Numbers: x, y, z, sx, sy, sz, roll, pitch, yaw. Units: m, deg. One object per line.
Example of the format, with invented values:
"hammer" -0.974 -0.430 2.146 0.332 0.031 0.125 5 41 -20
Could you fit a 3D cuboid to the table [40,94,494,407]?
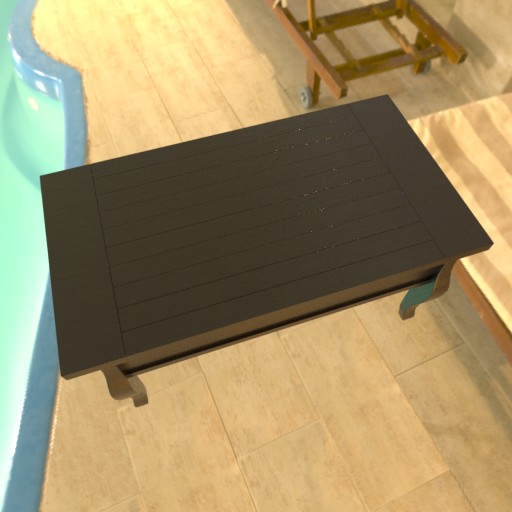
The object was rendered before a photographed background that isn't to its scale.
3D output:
"table" 0.000 0.000 1.376 1.062 0.494 0.600 -16 61 -9
